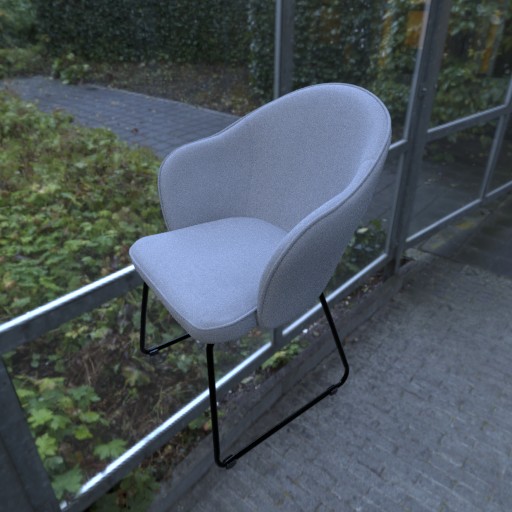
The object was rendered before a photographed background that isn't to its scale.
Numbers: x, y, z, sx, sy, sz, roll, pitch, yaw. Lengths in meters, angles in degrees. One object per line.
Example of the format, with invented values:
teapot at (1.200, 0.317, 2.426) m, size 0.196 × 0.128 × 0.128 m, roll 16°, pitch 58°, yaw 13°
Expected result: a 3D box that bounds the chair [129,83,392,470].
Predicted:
chair at (0.000, 0.000, 1.193) m, size 0.592 × 0.817 × 0.570 m, roll -20°, pitch 37°, yaw -30°
